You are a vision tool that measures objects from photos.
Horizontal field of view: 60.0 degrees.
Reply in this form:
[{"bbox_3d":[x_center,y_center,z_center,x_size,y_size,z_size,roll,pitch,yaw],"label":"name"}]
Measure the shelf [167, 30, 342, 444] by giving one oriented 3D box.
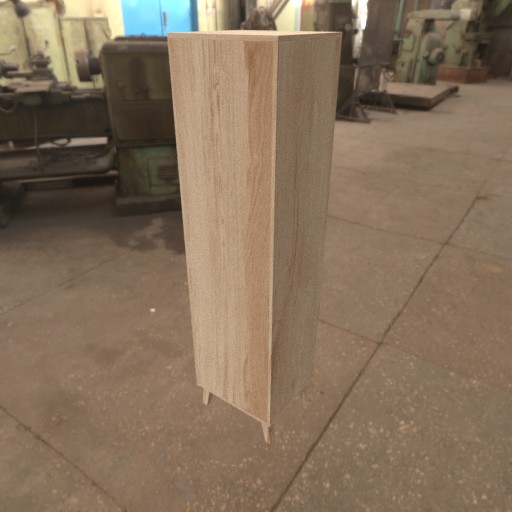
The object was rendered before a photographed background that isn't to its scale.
[{"bbox_3d":[0.000,0.000,2.175,0.510,1.960,0.450,19,34,32],"label":"shelf"}]
